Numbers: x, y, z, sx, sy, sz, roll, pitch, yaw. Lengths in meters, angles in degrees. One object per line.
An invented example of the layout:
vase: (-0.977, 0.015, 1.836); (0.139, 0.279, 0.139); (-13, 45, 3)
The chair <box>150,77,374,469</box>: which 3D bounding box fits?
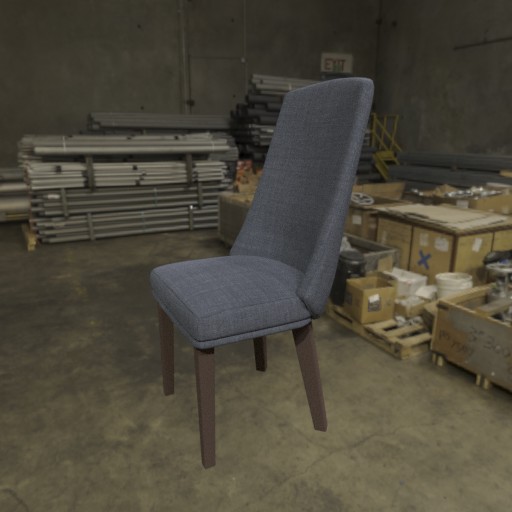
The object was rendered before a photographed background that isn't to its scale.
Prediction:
chair: (0.000, 0.000, 1.371); (0.577, 1.050, 0.510); (-8, 17, -26)
